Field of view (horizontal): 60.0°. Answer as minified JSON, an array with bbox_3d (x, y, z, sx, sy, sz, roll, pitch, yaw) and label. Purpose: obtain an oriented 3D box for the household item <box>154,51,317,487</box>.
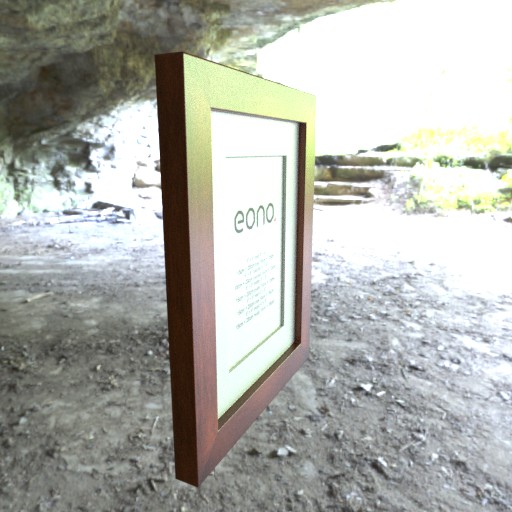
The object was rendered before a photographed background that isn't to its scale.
[{"bbox_3d":[0.000,0.000,0.337,0.020,0.250,0.200,7,15,26],"label":"household item"}]
